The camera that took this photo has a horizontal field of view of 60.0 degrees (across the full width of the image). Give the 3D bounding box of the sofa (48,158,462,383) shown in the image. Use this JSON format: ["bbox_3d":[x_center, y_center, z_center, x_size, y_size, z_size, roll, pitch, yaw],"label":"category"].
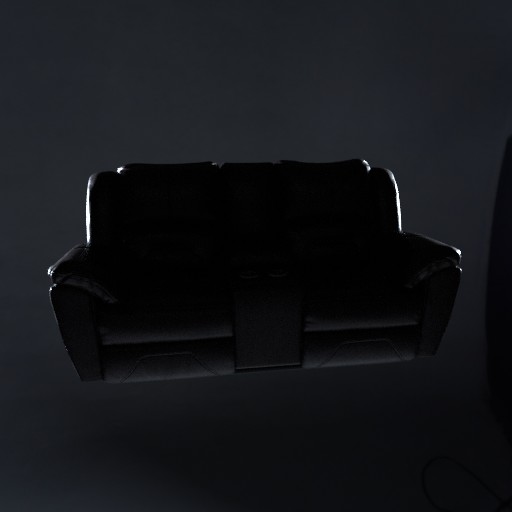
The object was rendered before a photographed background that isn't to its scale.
[{"bbox_3d":[0.000,0.000,2.590,2.058,1.043,0.991,-2,17,-8],"label":"sofa"}]
